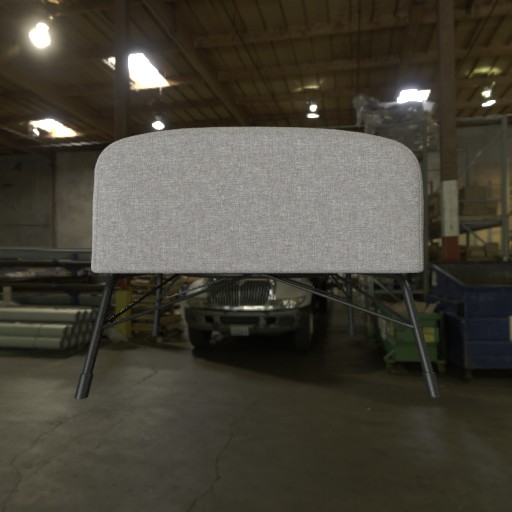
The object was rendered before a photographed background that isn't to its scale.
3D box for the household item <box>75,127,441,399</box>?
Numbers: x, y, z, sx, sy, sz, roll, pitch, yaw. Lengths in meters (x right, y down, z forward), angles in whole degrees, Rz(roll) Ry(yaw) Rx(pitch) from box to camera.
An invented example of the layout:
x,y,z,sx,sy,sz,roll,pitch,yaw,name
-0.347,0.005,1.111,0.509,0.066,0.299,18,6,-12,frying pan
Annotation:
x,y,z,sx,sy,sz,roll,pitch,yaw,name
0.000,0.000,0.899,0.530,0.410,0.530,0,0,-1,household item
